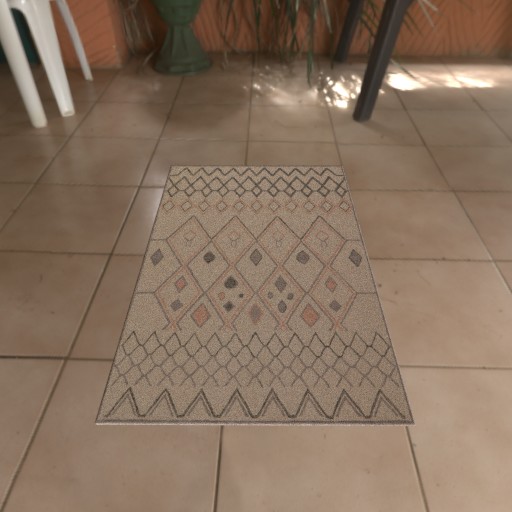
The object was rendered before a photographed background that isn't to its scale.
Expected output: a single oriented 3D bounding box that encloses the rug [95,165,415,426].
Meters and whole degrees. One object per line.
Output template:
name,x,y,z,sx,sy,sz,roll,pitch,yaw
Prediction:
rug,0.000,0.000,3.021,1.524,0.015,2.438,0,41,0
